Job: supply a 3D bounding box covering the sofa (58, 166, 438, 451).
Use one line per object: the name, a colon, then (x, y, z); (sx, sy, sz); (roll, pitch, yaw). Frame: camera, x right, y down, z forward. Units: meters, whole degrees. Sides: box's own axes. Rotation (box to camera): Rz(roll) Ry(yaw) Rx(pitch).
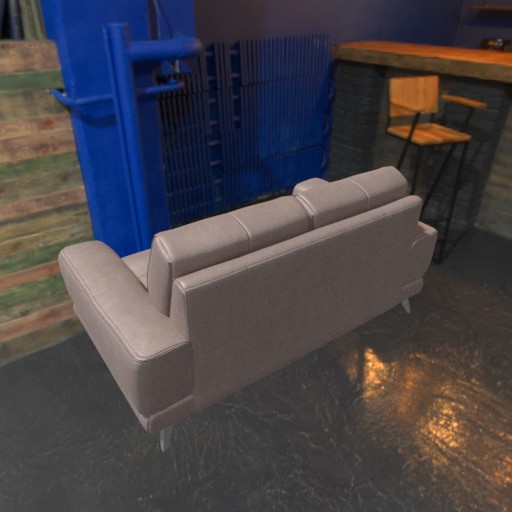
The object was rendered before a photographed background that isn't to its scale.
sofa: (0.000, 0.000, 2.377); (1.806, 0.907, 1.018); (-20, 36, -30)
